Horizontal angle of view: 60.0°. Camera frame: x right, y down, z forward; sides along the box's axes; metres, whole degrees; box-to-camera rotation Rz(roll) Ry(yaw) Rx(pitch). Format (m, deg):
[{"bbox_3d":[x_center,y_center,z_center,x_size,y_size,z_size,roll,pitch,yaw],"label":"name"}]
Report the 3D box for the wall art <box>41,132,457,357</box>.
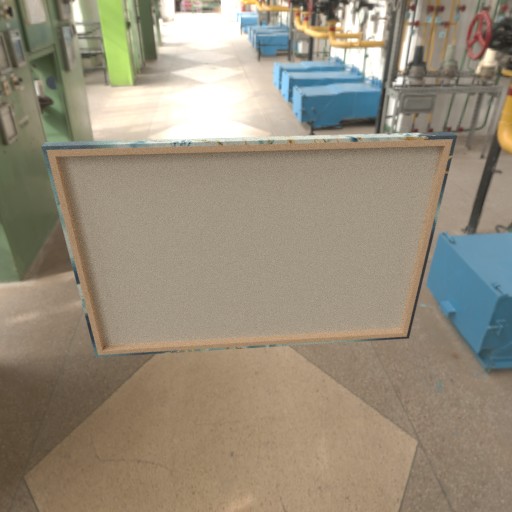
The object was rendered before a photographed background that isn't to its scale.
[{"bbox_3d":[0.000,0.000,1.422,1.138,0.759,0.035,-3,32,-4],"label":"wall art"}]
